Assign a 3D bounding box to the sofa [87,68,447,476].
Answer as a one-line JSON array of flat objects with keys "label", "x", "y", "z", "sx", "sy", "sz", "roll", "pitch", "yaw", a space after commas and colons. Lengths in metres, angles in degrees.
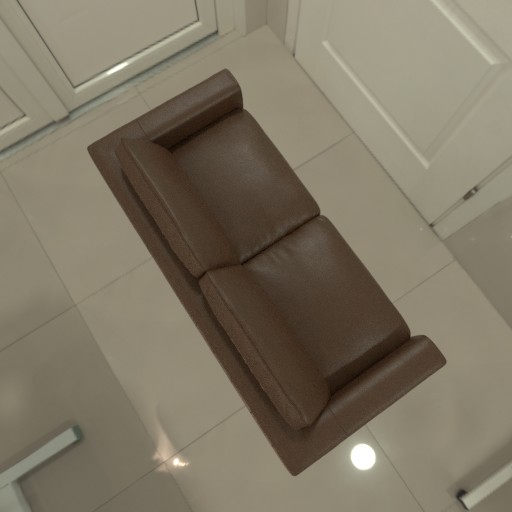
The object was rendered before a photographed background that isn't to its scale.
[{"label": "sofa", "x": 0.000, "y": 0.000, "z": 2.736, "sx": 1.070, "sy": 0.801, "sz": 2.262, "roll": -33, "pitch": 78, "yaw": -8}]
